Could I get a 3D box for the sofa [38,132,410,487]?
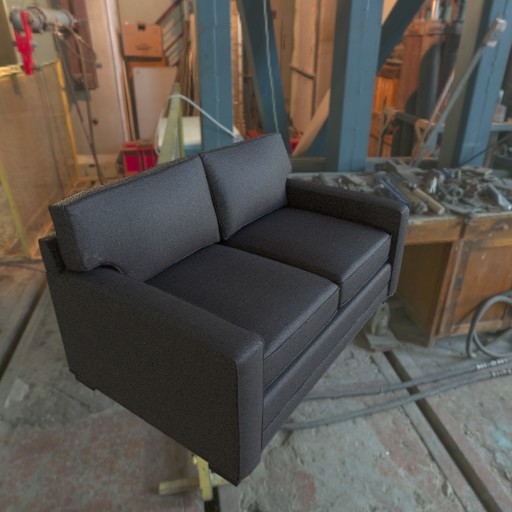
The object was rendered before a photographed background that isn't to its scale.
[{"bbox_3d":[0.000,0.000,2.101,0.974,0.887,1.534,18,32,31],"label":"sofa"}]
